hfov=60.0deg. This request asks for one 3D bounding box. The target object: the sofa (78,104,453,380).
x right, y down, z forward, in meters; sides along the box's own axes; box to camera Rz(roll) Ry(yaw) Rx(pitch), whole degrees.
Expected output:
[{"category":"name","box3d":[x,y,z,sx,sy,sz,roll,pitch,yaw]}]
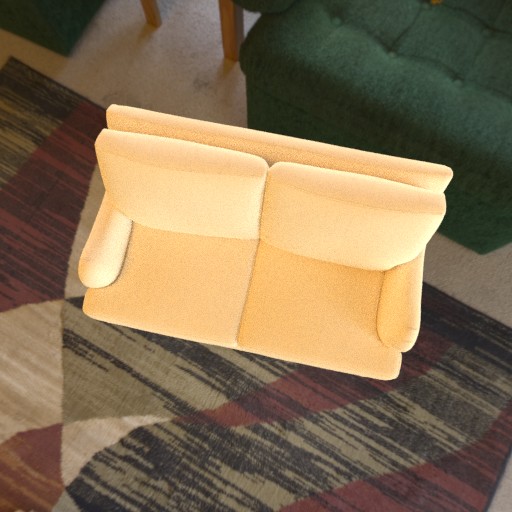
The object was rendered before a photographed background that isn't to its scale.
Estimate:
[{"category":"sofa","box3d":[0.000,0.000,2.560,1.853,1.101,1.084,11,77,3]}]
